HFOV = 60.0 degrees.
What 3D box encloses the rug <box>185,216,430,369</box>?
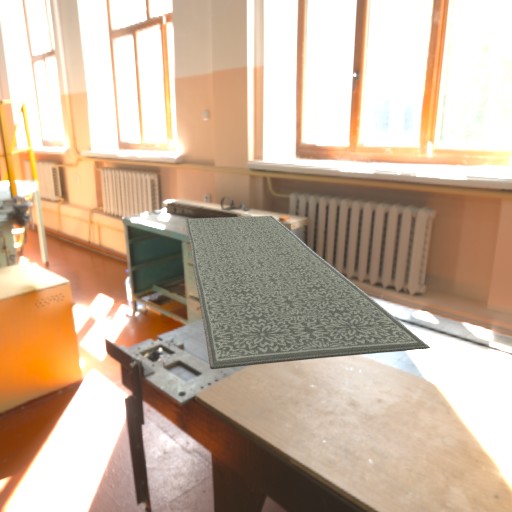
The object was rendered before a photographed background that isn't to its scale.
[{"bbox_3d":[0.000,0.000,2.310,0.662,0.011,2.196,-3,16,-10],"label":"rug"}]
